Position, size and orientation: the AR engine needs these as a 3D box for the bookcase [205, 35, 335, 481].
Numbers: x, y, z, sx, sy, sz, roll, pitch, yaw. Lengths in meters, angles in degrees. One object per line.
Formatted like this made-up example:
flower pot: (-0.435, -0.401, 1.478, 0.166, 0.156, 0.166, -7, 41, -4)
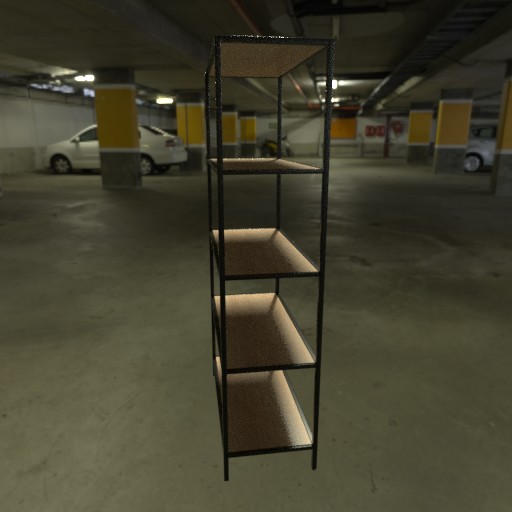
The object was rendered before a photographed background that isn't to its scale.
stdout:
bookcase: (0.000, 0.000, 1.828, 0.350, 1.500, 0.770, -2, 15, -8)
